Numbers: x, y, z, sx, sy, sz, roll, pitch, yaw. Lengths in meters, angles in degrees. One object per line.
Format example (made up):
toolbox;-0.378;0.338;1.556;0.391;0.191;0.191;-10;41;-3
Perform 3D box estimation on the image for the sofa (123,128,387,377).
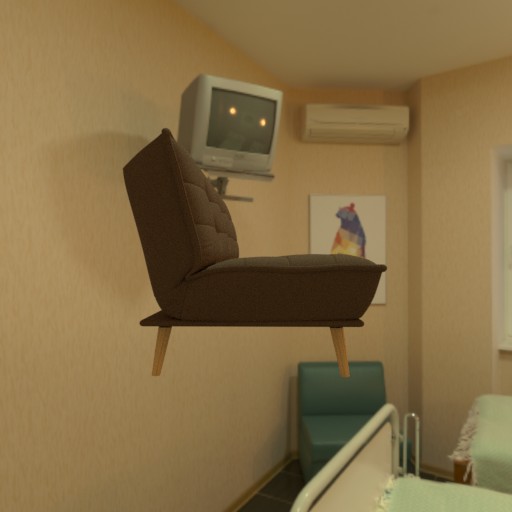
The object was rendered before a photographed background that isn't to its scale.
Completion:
sofa;0.000;0.000;2.481;0.950;0.890;1.940;0;0;1
